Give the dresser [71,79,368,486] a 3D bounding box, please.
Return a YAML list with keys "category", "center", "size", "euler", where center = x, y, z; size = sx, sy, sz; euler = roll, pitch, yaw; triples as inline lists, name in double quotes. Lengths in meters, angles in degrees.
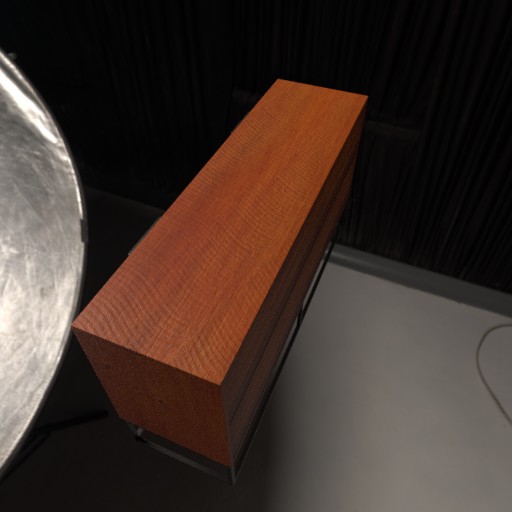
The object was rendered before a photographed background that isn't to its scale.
- category: "dresser"
  center: [0.000, 0.000, 1.893]
  size: [0.464, 0.810, 1.536]
  euler: [17, 49, 15]
